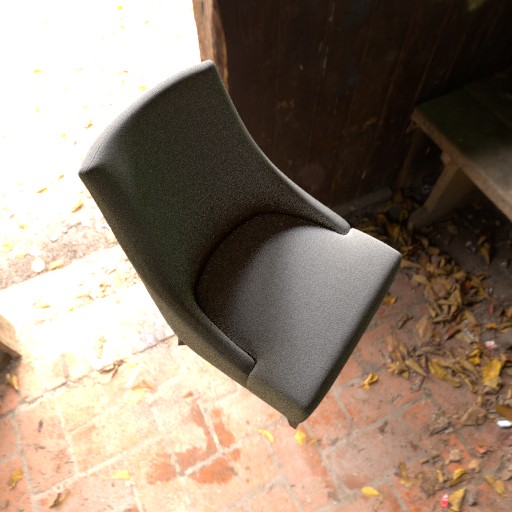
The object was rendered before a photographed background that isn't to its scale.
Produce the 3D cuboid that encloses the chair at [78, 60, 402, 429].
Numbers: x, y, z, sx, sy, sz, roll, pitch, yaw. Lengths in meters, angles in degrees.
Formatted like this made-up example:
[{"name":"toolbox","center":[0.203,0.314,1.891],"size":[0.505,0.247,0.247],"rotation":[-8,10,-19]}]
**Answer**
[{"name":"chair","center":[0.000,0.000,1.507],"size":[0.861,0.909,0.701],"rotation":[31,64,17]}]
